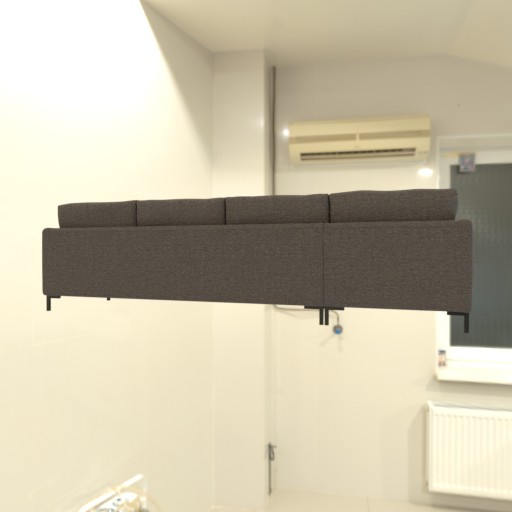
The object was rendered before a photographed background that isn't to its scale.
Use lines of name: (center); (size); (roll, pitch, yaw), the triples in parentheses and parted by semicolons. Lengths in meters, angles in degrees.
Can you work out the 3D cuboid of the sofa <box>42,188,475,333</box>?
sofa: (0.000, 0.000, 3.199); (2.731, 0.754, 1.258); (0, 1, 18)
